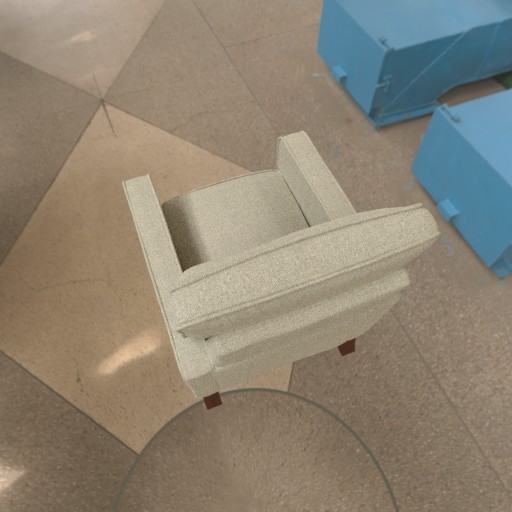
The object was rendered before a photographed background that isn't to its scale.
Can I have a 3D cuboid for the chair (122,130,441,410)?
[{"bbox_3d":[0.000,0.000,1.389,0.648,0.888,0.754,-19,59,-11],"label":"chair"}]
